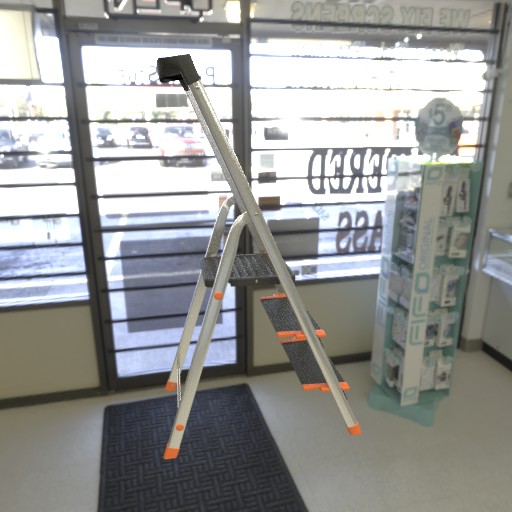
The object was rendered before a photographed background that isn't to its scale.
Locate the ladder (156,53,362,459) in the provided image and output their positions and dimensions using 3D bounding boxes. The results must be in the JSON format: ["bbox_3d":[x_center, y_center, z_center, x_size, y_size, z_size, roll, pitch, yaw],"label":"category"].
[{"bbox_3d":[0.000,0.000,1.520,0.686,1.229,0.416,-3,17,-10],"label":"ladder"}]
